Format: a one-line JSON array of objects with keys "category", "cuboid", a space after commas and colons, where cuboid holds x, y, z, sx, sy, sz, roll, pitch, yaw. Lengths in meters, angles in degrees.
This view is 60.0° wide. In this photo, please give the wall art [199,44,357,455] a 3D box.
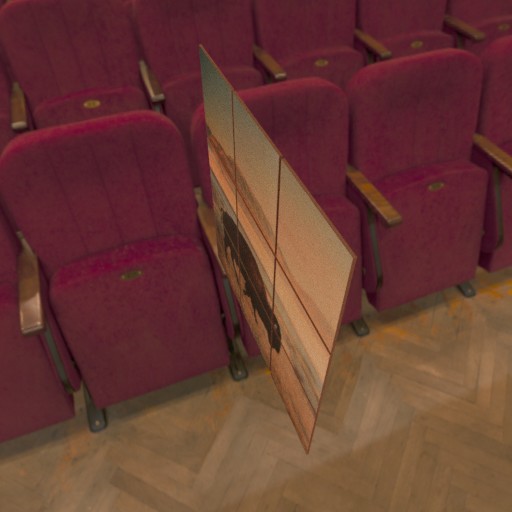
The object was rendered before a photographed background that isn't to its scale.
[{"category": "wall art", "cuboid": [0.000, 0.000, 2.264, 0.019, 1.532, 1.533, -16, 49, -14]}]
